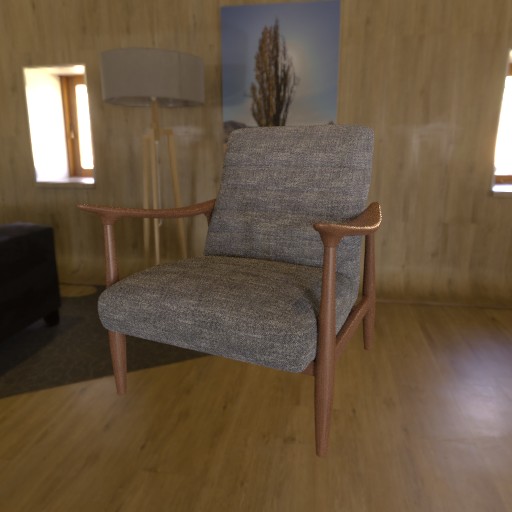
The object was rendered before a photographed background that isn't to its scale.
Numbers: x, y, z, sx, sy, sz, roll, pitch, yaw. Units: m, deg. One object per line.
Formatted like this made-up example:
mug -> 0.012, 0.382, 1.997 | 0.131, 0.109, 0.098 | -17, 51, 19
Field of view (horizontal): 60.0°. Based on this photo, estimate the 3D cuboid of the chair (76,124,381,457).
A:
chair -> 0.000, 0.000, 1.421 | 0.741, 0.832, 0.798 | 7, 15, 25
